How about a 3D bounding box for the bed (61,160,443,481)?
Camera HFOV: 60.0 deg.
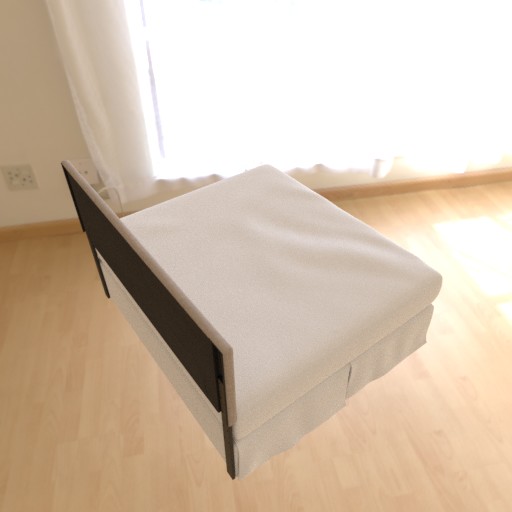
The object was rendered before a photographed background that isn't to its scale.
[{"bbox_3d":[0.000,0.000,3.385,1.914,1.346,2.170,-26,47,-27],"label":"bed"}]
